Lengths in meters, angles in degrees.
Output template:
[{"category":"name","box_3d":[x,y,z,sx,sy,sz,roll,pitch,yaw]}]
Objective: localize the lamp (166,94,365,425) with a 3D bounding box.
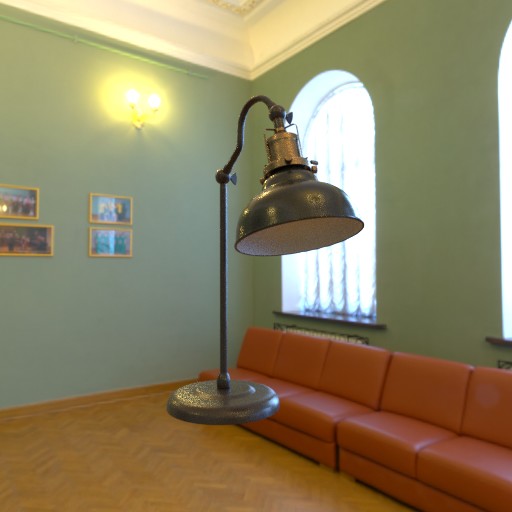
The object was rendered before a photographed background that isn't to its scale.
[{"category":"lamp","box_3d":[0.000,0.000,0.695,0.192,0.508,0.374,1,-2,-37]}]
